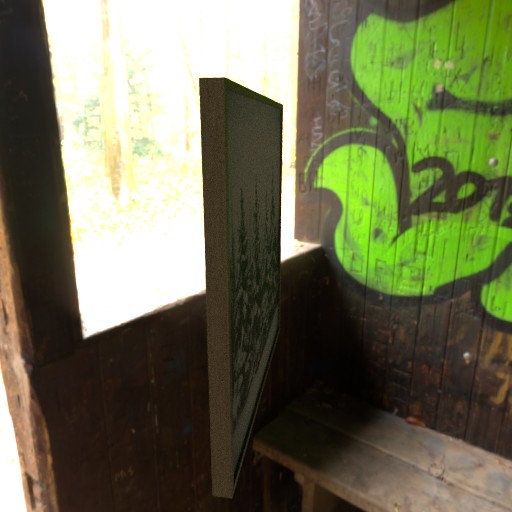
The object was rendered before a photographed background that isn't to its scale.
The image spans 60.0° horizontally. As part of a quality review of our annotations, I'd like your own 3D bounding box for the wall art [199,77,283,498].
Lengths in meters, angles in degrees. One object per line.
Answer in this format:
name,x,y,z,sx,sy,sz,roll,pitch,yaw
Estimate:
wall art,0.000,0.000,1.113,0.039,0.758,0.758,3,16,10
